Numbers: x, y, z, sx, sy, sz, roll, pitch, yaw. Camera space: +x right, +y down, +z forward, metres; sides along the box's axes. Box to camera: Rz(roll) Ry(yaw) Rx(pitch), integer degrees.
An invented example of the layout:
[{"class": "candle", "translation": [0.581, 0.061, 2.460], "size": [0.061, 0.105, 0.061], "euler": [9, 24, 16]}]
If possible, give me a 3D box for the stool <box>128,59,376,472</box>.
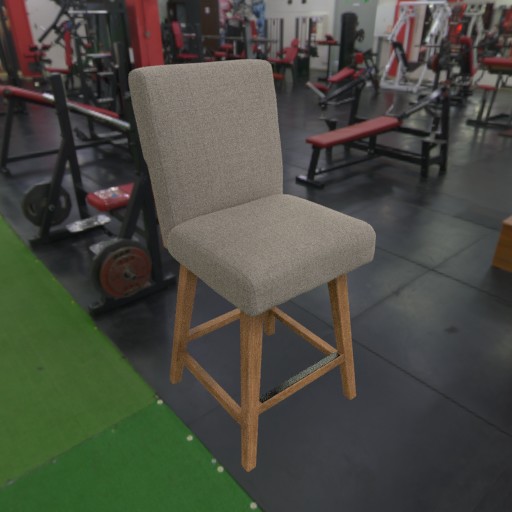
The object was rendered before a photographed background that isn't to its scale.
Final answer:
[{"class": "stool", "translation": [0.000, 0.000, 1.297], "size": [0.459, 1.010, 0.526], "euler": [-21, 35, -33]}]
